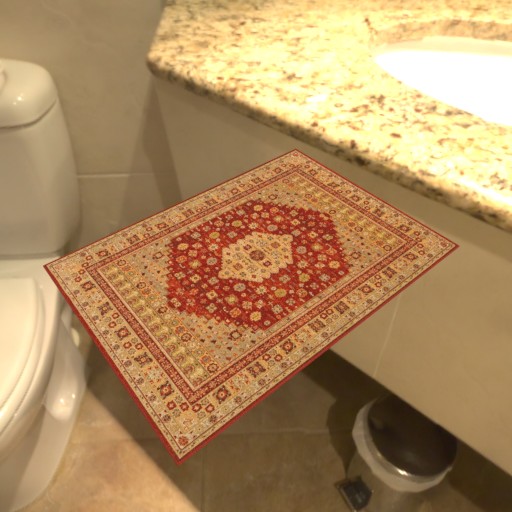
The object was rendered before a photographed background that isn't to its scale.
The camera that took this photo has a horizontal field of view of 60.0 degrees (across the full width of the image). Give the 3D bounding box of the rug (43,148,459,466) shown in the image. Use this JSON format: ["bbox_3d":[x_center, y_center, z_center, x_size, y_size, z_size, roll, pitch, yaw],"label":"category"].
[{"bbox_3d":[0.000,0.000,2.893,2.211,0.013,1.593,-30,52,-27],"label":"rug"}]
